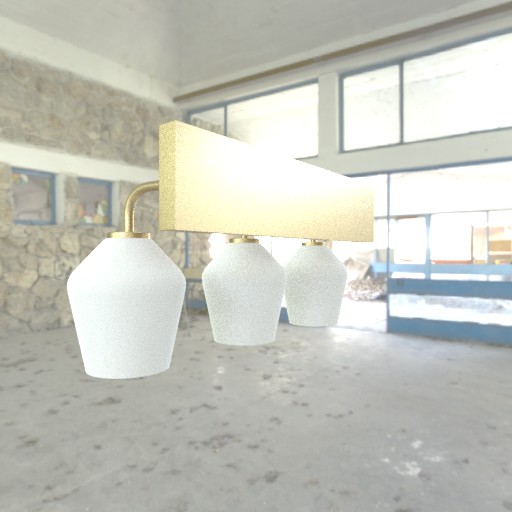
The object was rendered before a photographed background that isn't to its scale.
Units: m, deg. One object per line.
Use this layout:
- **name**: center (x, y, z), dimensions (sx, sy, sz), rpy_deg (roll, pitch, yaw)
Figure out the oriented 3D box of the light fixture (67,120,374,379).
- **light fixture**: center (0.000, 0.000, 0.727), dimensions (0.190, 0.280, 0.609), rpy_deg (0, 0, 37)
